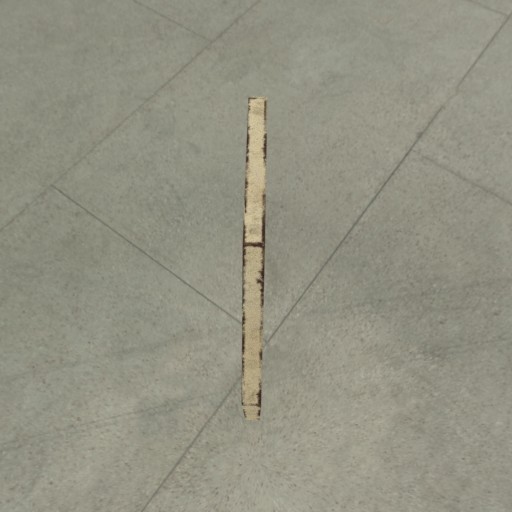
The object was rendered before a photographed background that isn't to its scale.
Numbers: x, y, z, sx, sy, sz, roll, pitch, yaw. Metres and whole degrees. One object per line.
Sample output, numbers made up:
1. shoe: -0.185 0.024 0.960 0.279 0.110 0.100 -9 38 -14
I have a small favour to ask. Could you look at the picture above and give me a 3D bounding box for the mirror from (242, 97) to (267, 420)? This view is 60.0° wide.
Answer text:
1. mirror: 0.000 0.000 0.960 0.031 0.648 0.648 1 65 1
